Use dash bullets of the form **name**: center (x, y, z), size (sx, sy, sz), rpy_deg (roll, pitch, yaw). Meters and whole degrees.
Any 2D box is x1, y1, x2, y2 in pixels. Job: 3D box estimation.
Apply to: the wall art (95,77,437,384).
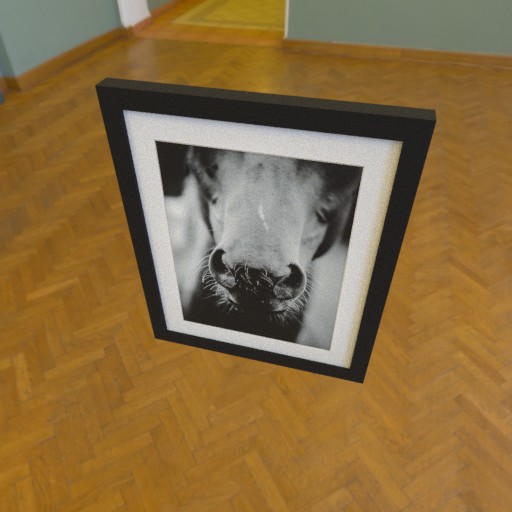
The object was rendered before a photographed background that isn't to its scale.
- **wall art**: center (0.000, 0.000, 0.771), size (0.457, 0.559, 0.033), rpy_deg (10, 42, 11)
